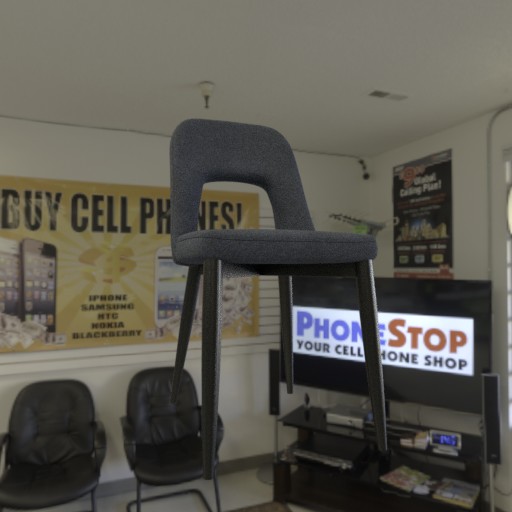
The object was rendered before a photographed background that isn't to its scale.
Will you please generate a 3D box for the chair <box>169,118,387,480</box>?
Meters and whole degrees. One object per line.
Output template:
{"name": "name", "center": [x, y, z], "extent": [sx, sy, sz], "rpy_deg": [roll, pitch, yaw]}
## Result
{"name": "chair", "center": [0.000, 0.000, 1.253], "extent": [0.470, 0.931, 0.612], "rpy_deg": [0, -1, -19]}
